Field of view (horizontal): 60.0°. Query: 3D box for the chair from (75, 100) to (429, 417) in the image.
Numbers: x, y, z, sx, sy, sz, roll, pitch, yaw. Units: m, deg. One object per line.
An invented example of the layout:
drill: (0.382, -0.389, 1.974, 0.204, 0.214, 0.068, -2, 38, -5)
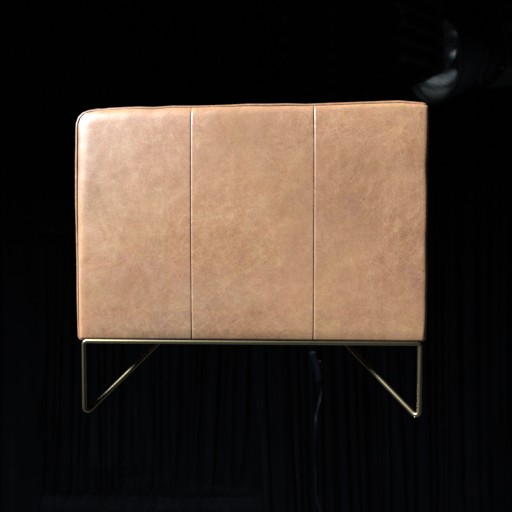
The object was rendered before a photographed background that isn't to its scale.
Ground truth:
chair: (0.000, 0.000, 1.566, 0.912, 0.797, 0.920, 0, 1, 2)
